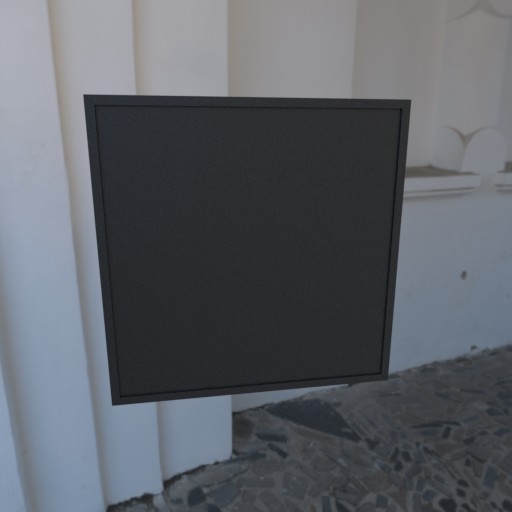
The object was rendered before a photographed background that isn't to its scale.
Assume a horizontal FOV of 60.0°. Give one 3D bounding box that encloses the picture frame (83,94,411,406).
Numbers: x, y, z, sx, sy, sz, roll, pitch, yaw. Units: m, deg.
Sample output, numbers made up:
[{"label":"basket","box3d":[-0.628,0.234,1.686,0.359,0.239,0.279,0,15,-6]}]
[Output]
[{"label":"picture frame","box3d":[0.000,0.000,1.147,0.775,0.775,0.032,-2,15,-9]}]
